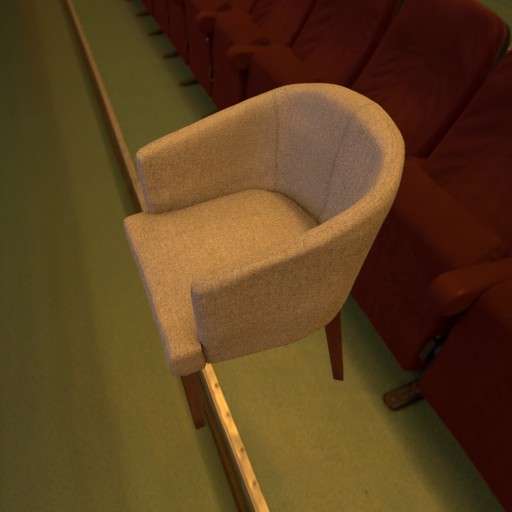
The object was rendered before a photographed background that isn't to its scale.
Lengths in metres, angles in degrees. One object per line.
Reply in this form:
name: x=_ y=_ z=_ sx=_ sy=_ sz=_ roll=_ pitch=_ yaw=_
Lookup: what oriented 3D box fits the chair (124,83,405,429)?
chair: x=0.000 y=0.000 z=1.272 sx=0.655 sy=0.811 sz=0.583 roll=-17 pitch=49 yaw=-16
